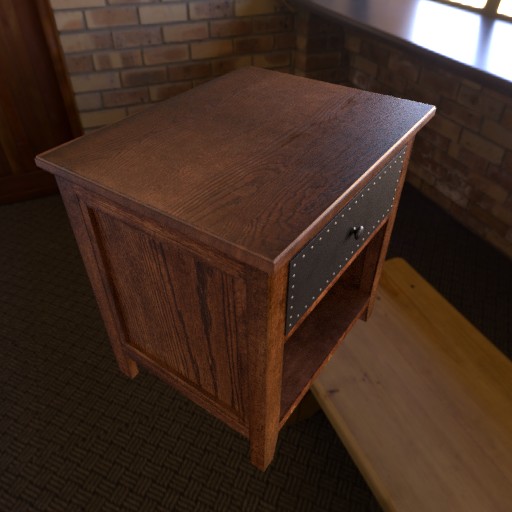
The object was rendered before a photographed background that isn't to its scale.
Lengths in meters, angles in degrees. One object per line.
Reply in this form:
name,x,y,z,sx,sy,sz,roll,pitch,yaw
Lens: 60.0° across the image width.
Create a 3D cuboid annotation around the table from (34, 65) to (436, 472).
table,0.000,0.000,0.983,0.461,0.597,0.586,24,46,26
